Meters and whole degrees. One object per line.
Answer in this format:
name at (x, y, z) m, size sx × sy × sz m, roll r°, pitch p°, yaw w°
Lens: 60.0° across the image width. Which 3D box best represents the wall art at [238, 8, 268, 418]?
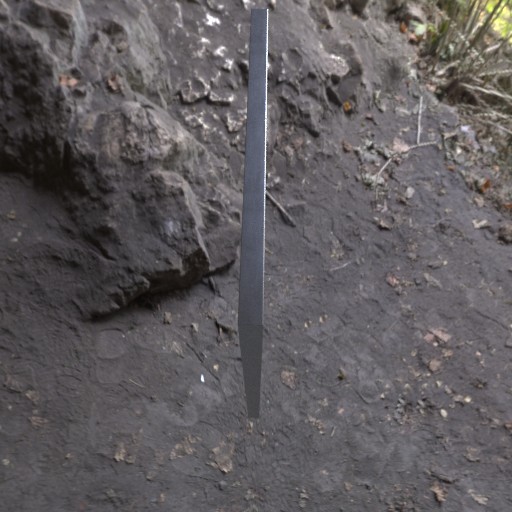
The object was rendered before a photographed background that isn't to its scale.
wall art at (0.000, 0.000, 1.364) m, size 0.041 × 1.062 × 0.803 m, roll 1°, pitch 62°, yaw 1°
